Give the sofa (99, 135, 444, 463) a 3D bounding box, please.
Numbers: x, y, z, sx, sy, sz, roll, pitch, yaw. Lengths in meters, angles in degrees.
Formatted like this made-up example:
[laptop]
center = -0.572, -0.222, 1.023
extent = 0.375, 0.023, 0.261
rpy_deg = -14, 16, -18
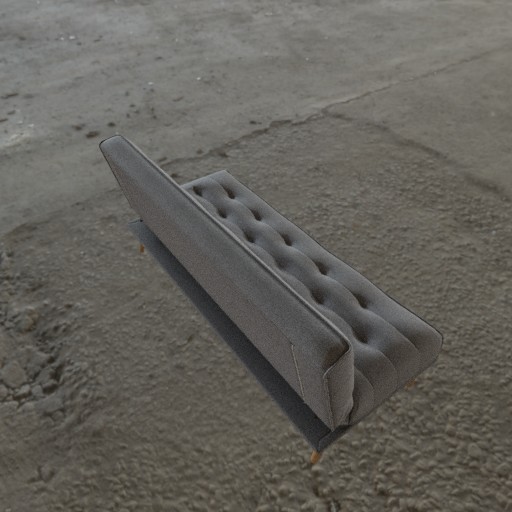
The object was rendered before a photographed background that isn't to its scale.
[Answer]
[sofa]
center = 0.000, 0.000, 2.307
extent = 0.810, 0.830, 1.820
rpy_deg = -26, 48, -26
